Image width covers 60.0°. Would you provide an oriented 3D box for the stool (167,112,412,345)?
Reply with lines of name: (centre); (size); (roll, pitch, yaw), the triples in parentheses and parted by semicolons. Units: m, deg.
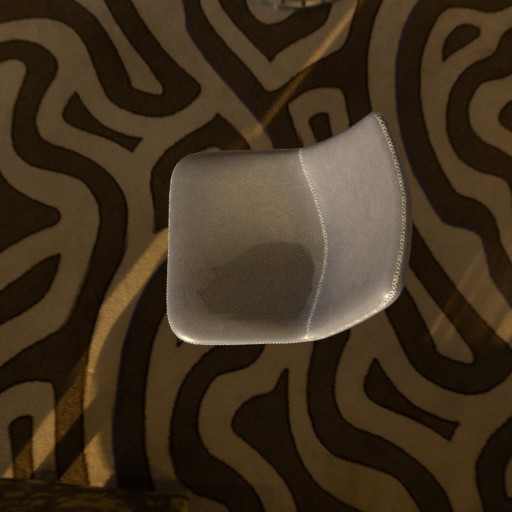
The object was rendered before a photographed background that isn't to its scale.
stool: (0.000, 0.000, 1.185); (0.546, 0.876, 0.470); (-1, 77, 0)
